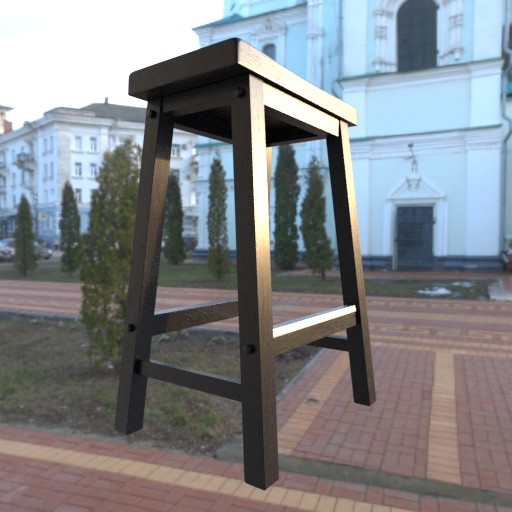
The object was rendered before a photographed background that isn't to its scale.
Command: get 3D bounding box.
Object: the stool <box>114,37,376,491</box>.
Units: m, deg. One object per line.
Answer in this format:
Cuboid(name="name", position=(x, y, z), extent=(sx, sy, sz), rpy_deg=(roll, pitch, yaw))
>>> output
Cuboid(name="stool", position=(0.000, 0.000, 0.837), extent=(0.322, 0.610, 0.406), rpy_deg=(1, 3, 36))
